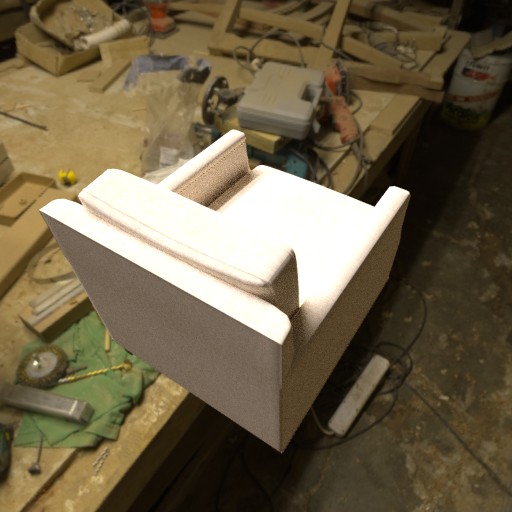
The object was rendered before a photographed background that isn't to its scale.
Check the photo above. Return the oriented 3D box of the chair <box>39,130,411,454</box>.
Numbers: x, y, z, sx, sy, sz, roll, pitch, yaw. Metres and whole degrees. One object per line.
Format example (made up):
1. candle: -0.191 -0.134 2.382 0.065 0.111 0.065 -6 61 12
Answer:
1. chair: 0.000 0.000 1.714 0.838 0.940 1.041 26 51 23
